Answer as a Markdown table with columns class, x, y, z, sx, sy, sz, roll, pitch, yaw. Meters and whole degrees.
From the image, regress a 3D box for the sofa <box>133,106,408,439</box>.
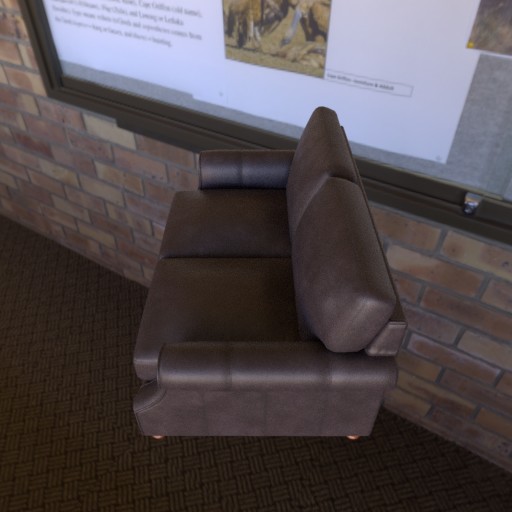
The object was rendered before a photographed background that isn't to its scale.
| class | x | y | z | sx | sy | sz | roll | pitch | yaw |
| --- | --- | --- | --- | --- | --- | --- | --- | --- | --- |
| sofa | 0.000 | 0.000 | 2.267 | 1.030 | 0.979 | 1.663 | 0 | 41 | 0 |
